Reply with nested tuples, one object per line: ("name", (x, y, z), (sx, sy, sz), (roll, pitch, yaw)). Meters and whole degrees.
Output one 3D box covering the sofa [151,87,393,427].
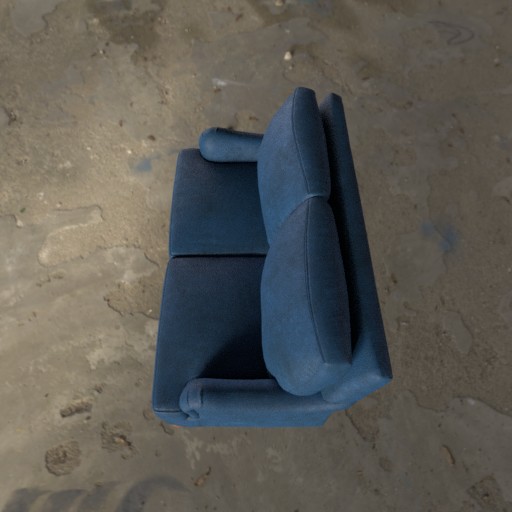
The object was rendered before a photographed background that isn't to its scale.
("sofa", (0.000, 0.000, 2.626), (1.084, 1.101, 1.853), (-1, 58, -1))
